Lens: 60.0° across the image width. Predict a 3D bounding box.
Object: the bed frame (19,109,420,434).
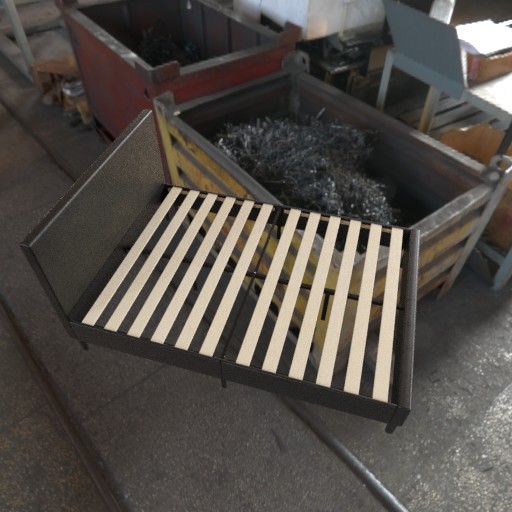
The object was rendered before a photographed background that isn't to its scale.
[{"bbox_3d":[0.000,0.000,2.950,2.152,1.046,1.469,12,48,11],"label":"bed frame"}]
